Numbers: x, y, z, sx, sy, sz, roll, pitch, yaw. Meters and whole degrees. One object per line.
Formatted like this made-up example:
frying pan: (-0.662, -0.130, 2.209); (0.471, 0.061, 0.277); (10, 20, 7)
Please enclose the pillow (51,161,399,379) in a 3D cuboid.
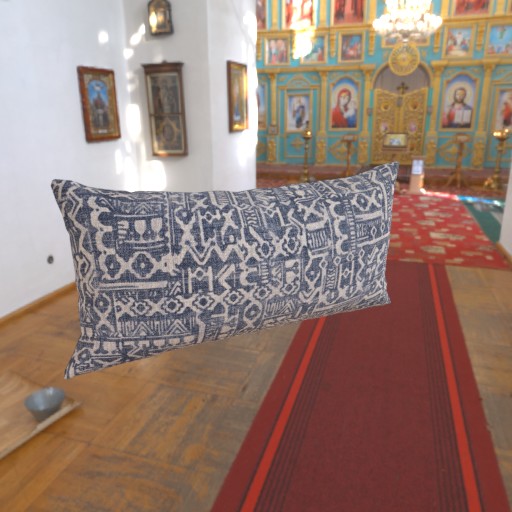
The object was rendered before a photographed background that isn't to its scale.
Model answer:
pillow: (0.000, 0.000, 0.746); (0.631, 0.292, 0.148); (-8, 18, -26)
